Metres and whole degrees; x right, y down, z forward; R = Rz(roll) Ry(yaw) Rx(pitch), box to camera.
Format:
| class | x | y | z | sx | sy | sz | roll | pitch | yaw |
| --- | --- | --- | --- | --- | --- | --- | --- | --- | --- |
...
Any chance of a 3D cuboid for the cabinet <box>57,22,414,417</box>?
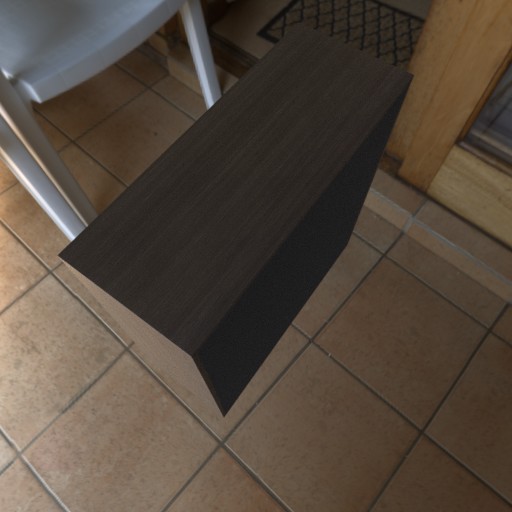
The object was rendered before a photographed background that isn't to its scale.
| class | x | y | z | sx | sy | sz | roll | pitch | yaw |
| --- | --- | --- | --- | --- | --- | --- | --- | --- | --- |
| cabinet | 0.000 | 0.000 | 1.674 | 0.400 | 1.170 | 1.010 | 33 | 68 | 15 |
